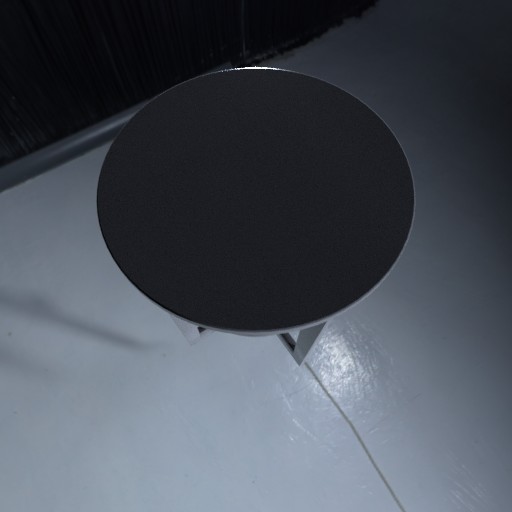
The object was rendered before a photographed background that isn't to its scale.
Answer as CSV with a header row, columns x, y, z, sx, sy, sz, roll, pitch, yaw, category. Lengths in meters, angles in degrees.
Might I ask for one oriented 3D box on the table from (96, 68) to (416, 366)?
x,y,z,sx,sy,sz,roll,pitch,yaw,category
0.000,0.000,0.948,0.500,0.550,0.500,0,64,0,table
